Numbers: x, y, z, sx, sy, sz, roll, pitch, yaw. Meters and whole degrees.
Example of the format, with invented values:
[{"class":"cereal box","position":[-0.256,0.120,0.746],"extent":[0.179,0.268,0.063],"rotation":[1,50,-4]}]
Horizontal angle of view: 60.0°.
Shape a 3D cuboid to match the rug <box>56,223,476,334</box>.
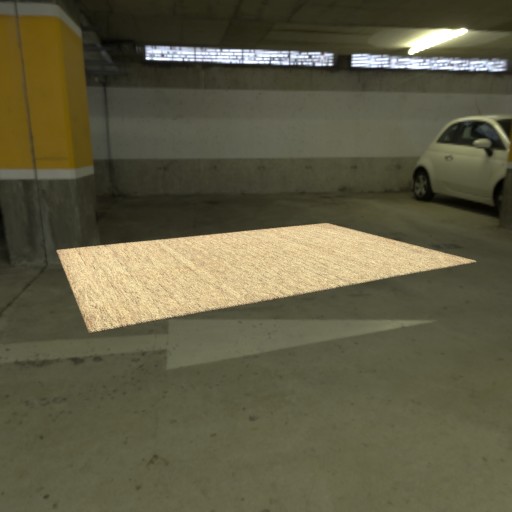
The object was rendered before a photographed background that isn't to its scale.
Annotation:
[{"class":"rug","position":[0.000,0.000,2.895],"extent":[2.283,0.013,1.547],"rotation":[-7,16,-27]}]
